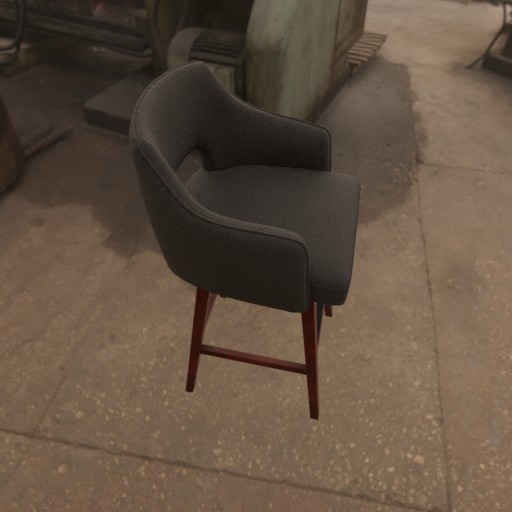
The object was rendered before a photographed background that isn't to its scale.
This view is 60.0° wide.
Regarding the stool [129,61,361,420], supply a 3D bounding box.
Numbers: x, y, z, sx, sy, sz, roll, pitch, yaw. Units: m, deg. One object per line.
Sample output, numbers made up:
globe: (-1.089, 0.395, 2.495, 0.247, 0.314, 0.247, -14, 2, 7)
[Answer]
stool: (0.000, 0.000, 1.362, 0.558, 1.012, 0.548, 9, 46, 9)
